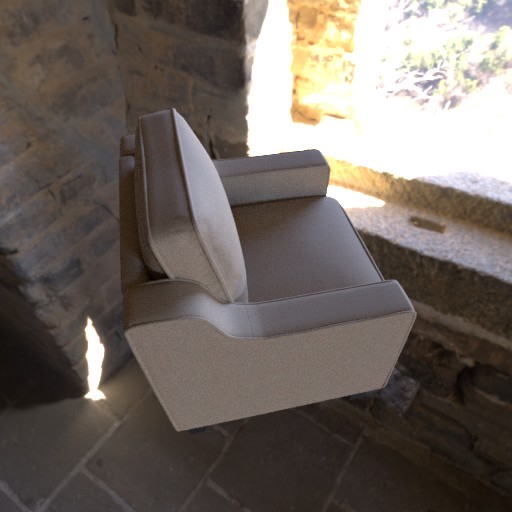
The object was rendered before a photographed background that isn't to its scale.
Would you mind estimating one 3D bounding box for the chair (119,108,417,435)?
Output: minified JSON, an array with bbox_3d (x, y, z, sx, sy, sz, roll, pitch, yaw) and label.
[{"bbox_3d":[0.000,0.000,1.669,0.882,0.948,0.922,-9,46,-9],"label":"chair"}]
